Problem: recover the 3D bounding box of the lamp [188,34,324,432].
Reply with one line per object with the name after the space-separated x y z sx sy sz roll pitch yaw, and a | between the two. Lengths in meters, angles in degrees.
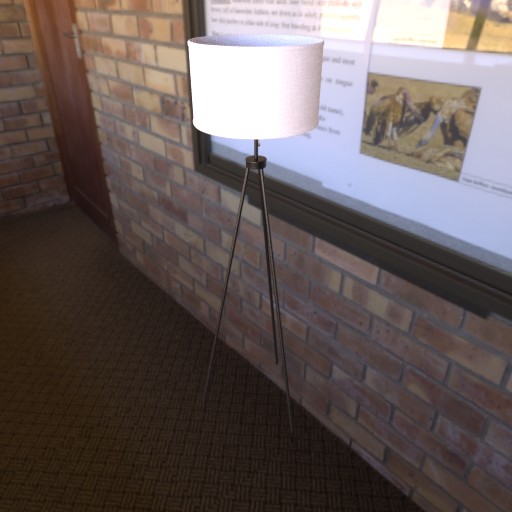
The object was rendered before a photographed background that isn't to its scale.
0.000 0.000 1.751 0.448 1.545 0.458 9 32 15 | lamp
